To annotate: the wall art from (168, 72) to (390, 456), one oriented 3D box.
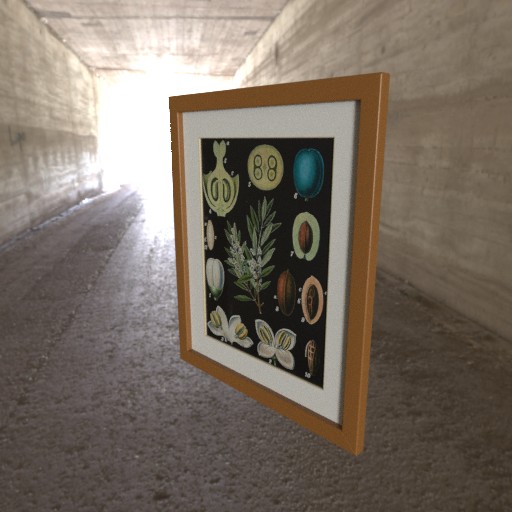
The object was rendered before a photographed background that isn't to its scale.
[{"bbox_3d":[0.000,0.000,0.768,0.449,0.550,0.021,14,20,42],"label":"wall art"}]
